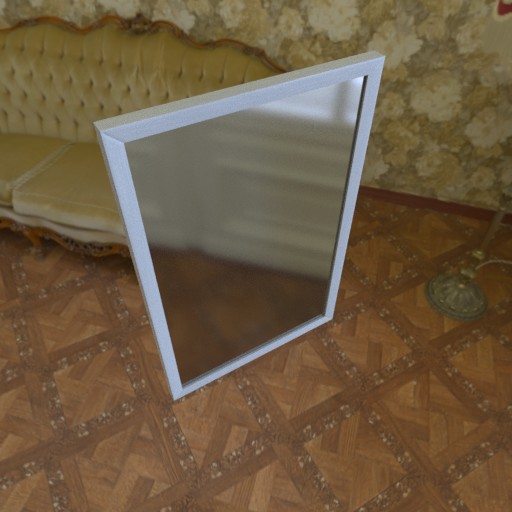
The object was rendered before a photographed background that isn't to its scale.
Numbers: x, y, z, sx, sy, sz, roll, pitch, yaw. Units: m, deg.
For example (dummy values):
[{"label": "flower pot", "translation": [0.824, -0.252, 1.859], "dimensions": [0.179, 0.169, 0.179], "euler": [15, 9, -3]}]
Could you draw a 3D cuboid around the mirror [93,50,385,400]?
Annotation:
[{"label": "mirror", "translation": [0.000, 0.000, 1.158], "dimensions": [0.609, 0.915, 0.040], "euler": [-23, 49, -21]}]
